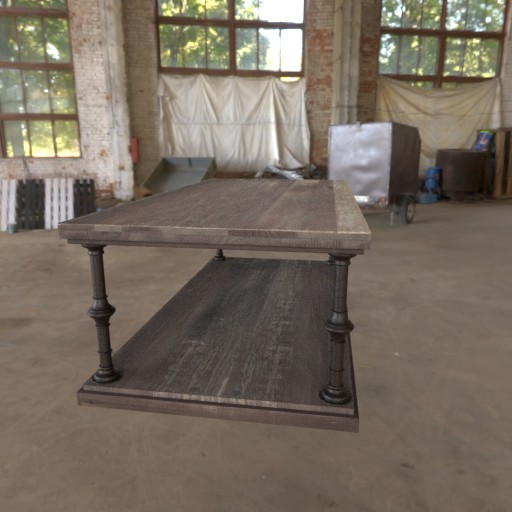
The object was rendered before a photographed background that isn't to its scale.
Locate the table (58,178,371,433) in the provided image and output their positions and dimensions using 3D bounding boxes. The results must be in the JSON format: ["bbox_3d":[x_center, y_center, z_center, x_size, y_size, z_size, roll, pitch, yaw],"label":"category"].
[{"bbox_3d":[0.000,0.000,1.327,0.554,0.373,1.088,2,14,9],"label":"table"}]
